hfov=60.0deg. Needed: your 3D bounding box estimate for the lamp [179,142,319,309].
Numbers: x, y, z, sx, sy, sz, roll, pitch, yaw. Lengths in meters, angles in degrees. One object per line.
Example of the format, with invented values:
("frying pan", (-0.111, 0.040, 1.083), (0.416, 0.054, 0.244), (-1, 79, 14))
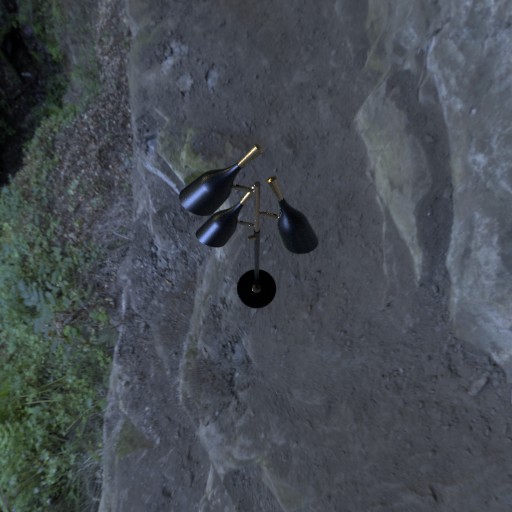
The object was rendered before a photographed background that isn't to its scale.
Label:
("lamp", (0.000, 0.000, 1.971), (0.434, 1.778, 0.253), (12, 77, 3))
